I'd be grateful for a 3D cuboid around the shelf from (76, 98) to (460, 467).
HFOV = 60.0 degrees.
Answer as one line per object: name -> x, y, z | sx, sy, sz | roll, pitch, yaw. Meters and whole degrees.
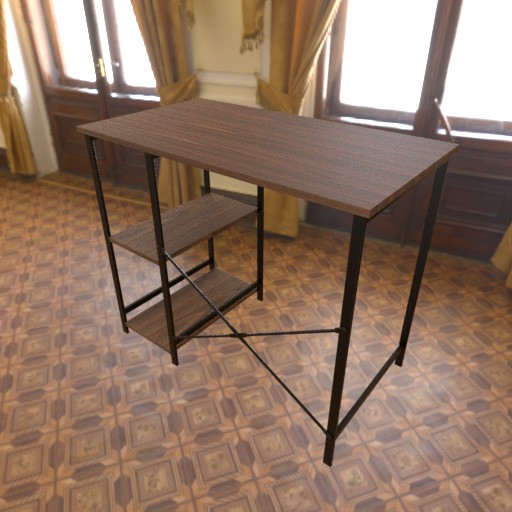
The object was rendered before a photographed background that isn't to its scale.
shelf -> 0.000, 0.000, 1.369 | 0.902, 0.750, 0.498 | 22, 37, 32
